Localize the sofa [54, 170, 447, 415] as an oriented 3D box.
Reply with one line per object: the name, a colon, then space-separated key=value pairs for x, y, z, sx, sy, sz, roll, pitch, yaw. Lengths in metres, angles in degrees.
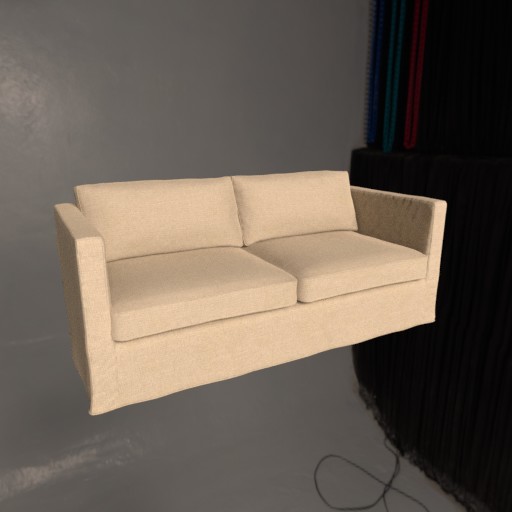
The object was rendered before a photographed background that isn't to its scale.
sofa: x=0.000 y=0.000 z=2.480 sx=1.987 sy=0.847 sz=0.956 roll=-8 pitch=18 yaw=-27
